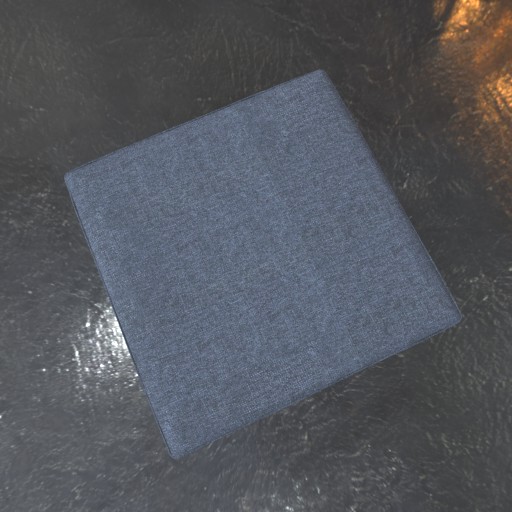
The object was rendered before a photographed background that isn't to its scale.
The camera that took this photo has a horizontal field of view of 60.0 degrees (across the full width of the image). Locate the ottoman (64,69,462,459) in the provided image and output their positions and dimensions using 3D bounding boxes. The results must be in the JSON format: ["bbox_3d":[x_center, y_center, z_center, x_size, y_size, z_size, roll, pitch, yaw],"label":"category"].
[{"bbox_3d":[0.000,0.000,1.617,1.017,0.423,1.023,-23,78,-5],"label":"ottoman"}]
